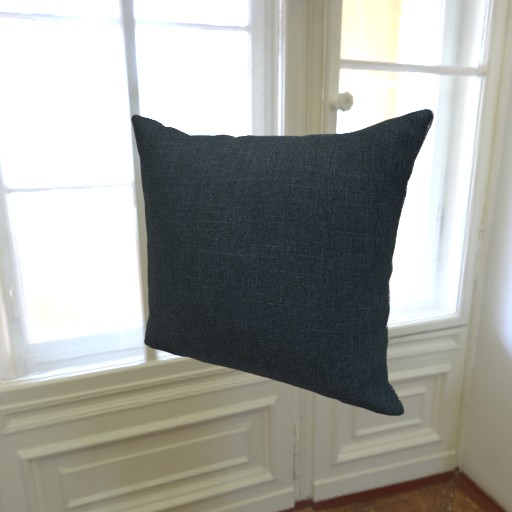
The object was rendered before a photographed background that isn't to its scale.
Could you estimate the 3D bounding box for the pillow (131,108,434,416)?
[{"bbox_3d":[0.000,0.000,0.784,0.546,0.487,0.180,8,17,26],"label":"pillow"}]
